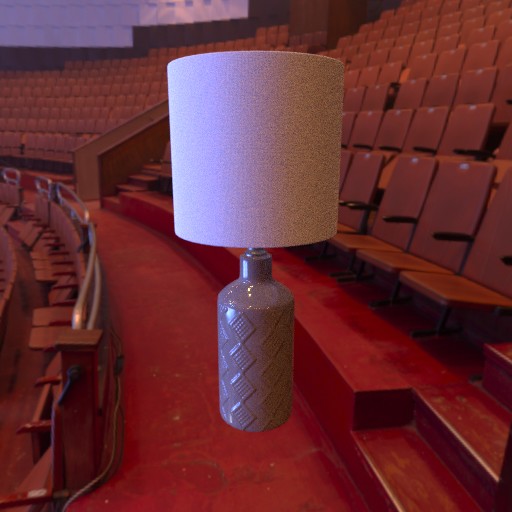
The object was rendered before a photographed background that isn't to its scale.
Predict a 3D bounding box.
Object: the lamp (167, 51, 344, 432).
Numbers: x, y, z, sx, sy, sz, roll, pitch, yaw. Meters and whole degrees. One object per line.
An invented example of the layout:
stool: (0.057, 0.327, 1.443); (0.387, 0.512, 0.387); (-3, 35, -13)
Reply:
lamp: (0.000, 0.000, 0.584); (0.207, 0.461, 0.207); (-2, 15, -9)
